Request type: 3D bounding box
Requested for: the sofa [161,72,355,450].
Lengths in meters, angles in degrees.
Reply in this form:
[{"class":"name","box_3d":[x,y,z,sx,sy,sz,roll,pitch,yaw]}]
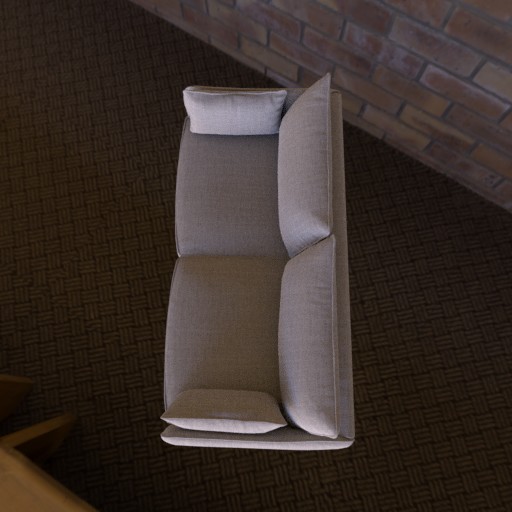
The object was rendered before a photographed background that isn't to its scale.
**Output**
[{"class":"sofa","box_3d":[0.000,0.000,2.495,0.972,0.851,1.989,1,75,0]}]
